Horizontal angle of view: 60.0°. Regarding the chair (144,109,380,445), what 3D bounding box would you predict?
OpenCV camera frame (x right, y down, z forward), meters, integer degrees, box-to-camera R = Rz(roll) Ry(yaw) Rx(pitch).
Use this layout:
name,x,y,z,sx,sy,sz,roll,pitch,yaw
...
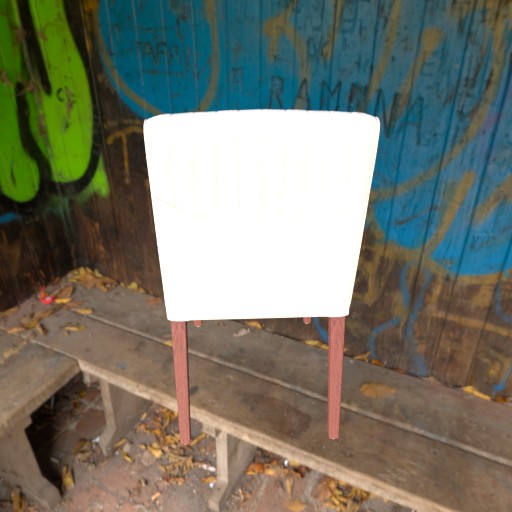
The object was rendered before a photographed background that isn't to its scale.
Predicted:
name,x,y,z,sx,sy,sz,roll,pitch,yaw
chair,0.000,0.000,1.238,0.480,0.900,0.594,-1,30,-2
